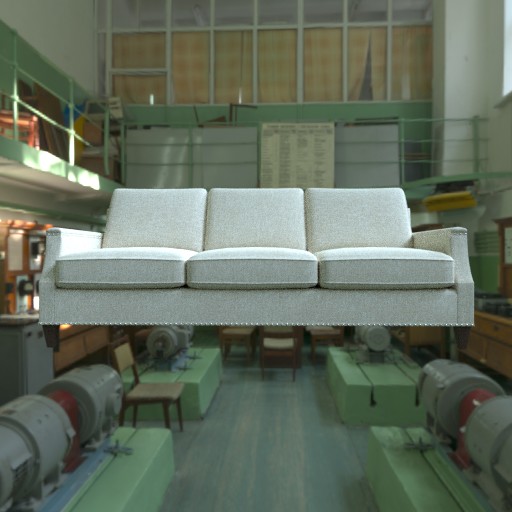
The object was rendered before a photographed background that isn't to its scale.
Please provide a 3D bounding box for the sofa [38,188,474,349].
[{"bbox_3d":[0.000,0.000,2.738,2.210,0.940,1.041,0,0,1],"label":"sofa"}]
